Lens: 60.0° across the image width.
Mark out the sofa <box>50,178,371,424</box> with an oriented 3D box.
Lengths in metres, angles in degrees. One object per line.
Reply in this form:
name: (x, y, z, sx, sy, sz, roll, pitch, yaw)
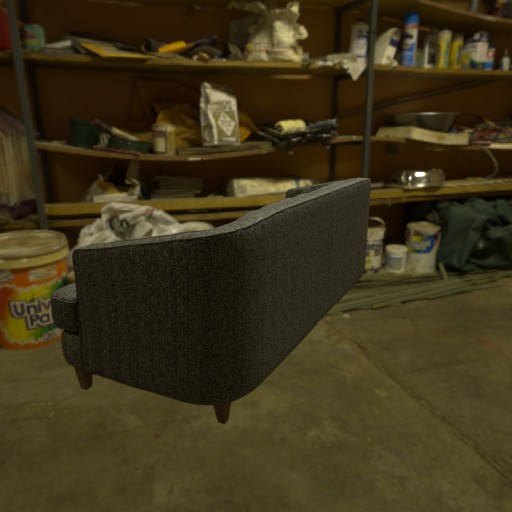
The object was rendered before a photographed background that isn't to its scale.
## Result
sofa: (0.000, 0.000, 2.715, 0.941, 0.855, 2.278, 8, 18, 26)
